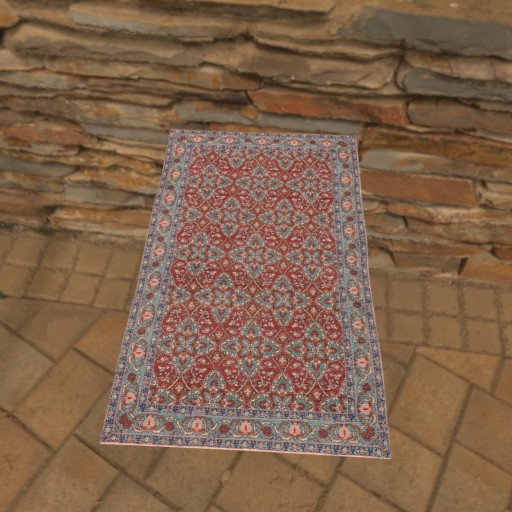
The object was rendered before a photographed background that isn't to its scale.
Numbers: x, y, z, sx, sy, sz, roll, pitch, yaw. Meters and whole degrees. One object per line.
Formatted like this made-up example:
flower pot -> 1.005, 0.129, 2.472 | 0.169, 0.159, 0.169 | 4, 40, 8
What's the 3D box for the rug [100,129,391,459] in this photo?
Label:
rug -> 0.000, 0.000, 2.980 | 1.533, 0.011, 2.439 | 2, 57, 2
